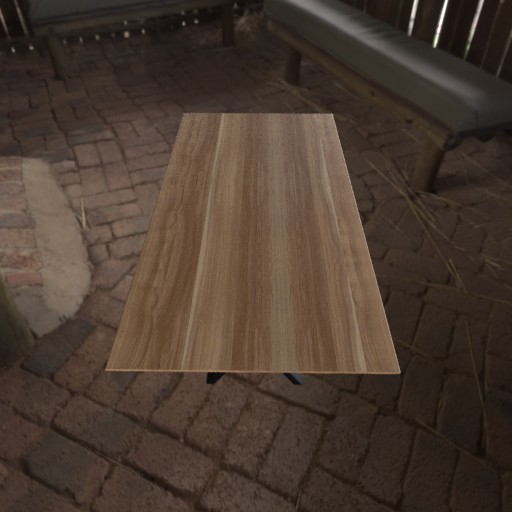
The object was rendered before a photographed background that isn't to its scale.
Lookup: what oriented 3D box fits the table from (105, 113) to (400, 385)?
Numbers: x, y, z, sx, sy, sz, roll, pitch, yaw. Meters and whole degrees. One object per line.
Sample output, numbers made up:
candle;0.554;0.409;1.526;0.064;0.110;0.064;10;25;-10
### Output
table;0.000;0.000;2.496;1.000;0.770;2.000;0;42;1
